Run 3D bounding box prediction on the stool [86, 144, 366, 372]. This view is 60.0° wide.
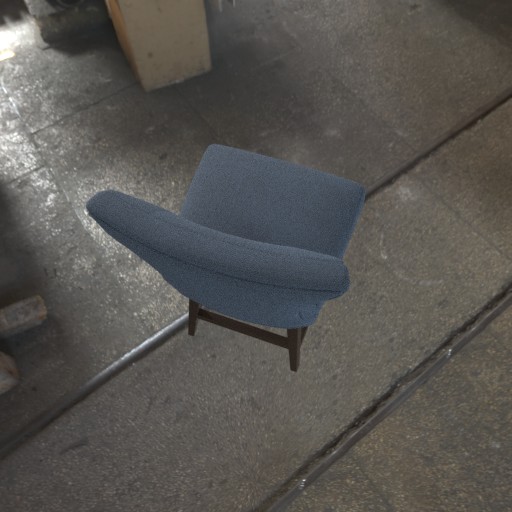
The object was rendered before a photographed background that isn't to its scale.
[{"bbox_3d":[0.000,0.000,1.323,0.514,1.000,0.574,17,64,9],"label":"stool"}]
